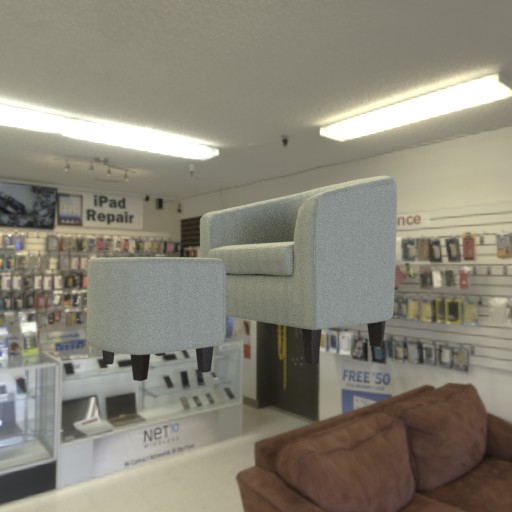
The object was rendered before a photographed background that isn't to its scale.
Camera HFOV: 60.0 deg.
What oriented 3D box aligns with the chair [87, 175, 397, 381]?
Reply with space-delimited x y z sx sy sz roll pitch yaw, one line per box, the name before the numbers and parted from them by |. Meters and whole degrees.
chair | 0.000 0.000 1.765 1.288 0.757 0.756 1 -2 -38
